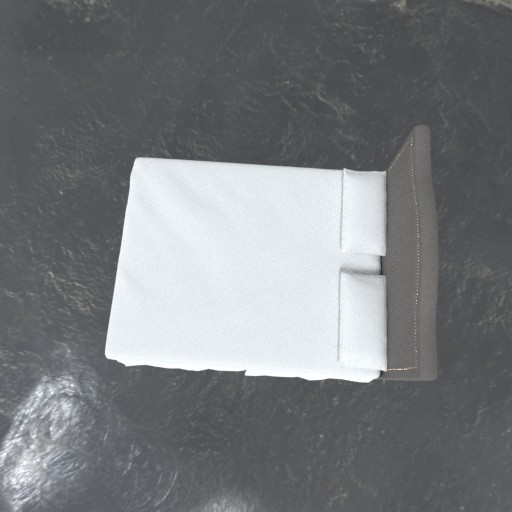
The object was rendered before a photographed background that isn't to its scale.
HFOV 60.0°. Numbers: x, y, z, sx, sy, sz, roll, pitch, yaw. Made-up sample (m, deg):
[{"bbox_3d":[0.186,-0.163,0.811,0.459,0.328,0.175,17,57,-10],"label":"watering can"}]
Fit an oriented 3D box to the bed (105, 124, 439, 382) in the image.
[{"bbox_3d":[0.000,0.000,3.465,2.282,1.436,1.821,4,75,1],"label":"bed"}]
